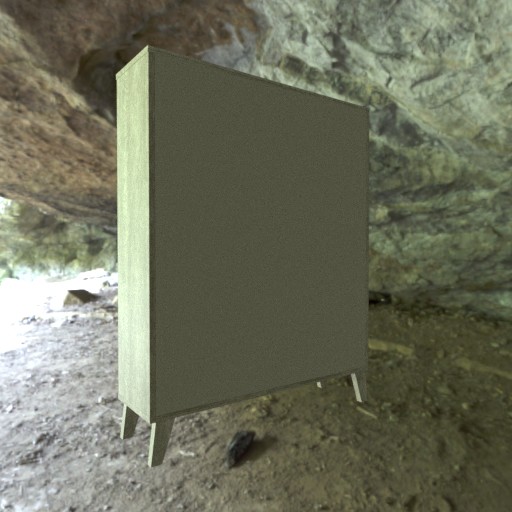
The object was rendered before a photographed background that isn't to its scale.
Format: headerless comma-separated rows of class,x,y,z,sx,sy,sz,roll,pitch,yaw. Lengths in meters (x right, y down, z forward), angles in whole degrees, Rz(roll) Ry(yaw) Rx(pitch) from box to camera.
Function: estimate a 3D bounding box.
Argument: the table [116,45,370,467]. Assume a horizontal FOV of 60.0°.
table,0.000,0.000,1.559,0.902,1.135,0.256,-1,1,-36
